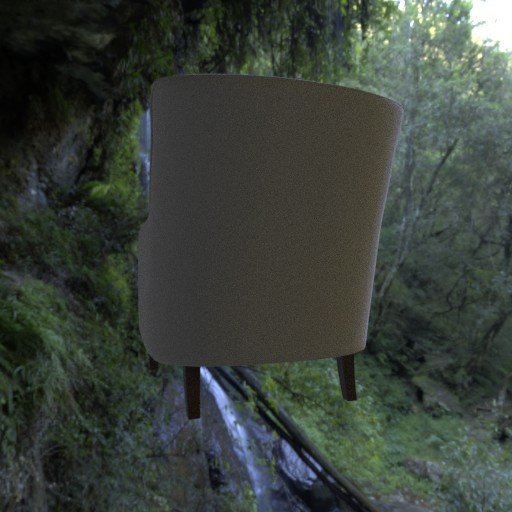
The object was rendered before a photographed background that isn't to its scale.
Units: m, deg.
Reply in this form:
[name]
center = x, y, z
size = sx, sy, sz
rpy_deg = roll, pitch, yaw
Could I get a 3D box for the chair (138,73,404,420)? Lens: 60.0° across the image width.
[chair]
center = 0.000, 0.000, 1.523
size = 0.756, 0.916, 0.879
rpy_deg = 0, 0, -18
